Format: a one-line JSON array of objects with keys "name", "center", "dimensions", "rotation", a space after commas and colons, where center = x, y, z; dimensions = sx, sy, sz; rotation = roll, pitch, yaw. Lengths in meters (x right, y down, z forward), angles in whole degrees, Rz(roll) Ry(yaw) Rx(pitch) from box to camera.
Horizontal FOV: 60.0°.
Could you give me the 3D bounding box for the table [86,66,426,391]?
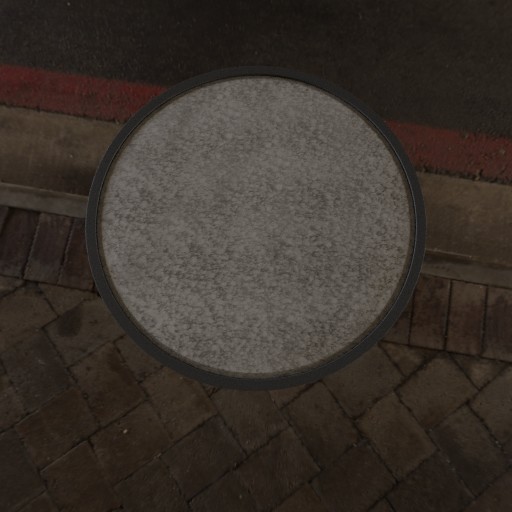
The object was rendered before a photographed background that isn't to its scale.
[{"name": "table", "center": [0.000, 0.000, 0.854], "dimensions": [0.470, 0.498, 0.470], "rotation": [0, 76, 0]}]
